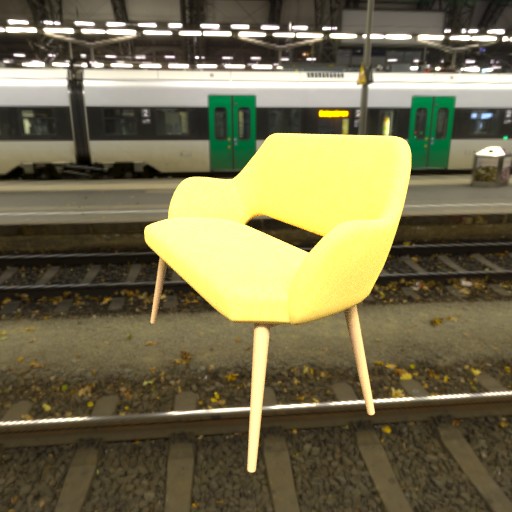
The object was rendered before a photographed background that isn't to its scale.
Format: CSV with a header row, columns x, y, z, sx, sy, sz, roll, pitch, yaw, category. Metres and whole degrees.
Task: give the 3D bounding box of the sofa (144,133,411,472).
x,y,z,sx,sy,sz,roll,pitch,yaw,category
0.000,0.000,1.596,0.610,0.840,1.150,-8,18,-26,sofa
